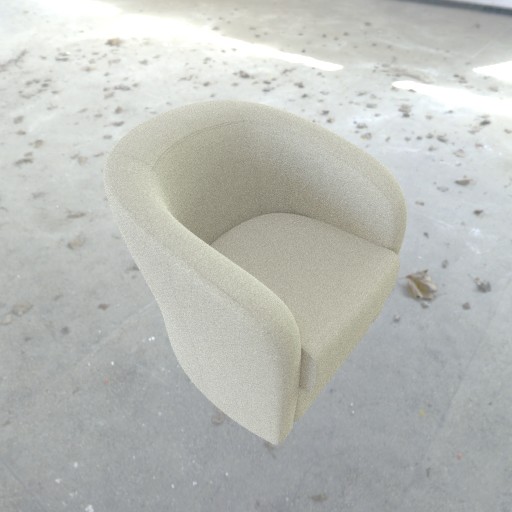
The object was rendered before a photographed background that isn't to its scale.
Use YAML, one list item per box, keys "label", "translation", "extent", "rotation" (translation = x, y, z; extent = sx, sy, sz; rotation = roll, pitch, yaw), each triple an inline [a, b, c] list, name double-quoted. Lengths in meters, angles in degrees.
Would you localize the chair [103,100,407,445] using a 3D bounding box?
- label: "chair"
  translation: [0.000, 0.000, 1.462]
  extent: [0.815, 0.771, 0.791]
  rotation: [27, 48, 28]
